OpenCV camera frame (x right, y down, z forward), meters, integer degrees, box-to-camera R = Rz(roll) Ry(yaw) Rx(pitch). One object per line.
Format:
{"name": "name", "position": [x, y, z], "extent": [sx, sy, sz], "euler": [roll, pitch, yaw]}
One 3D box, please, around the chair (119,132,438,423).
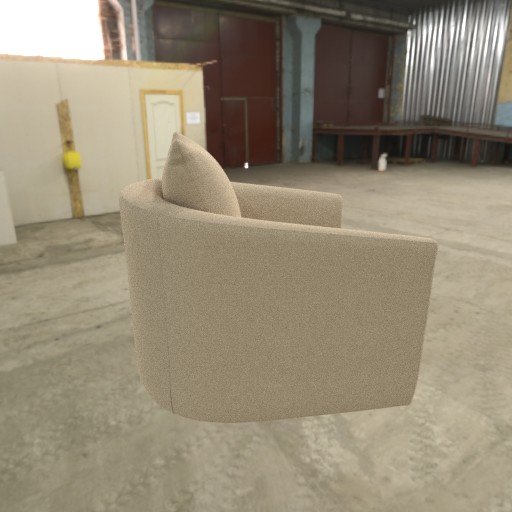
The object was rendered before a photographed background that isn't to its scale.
{"name": "chair", "position": [0.000, 0.000, 1.597], "extent": [0.910, 0.848, 0.845], "euler": [-3, 18, -9]}
